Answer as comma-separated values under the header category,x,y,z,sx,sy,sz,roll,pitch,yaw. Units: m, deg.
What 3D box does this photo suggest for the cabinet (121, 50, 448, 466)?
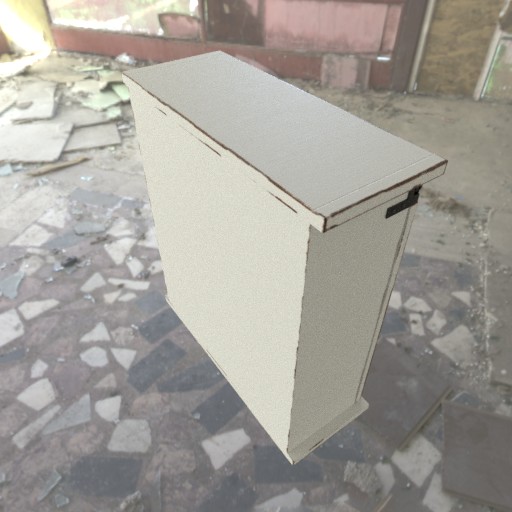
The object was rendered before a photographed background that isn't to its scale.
category,x,y,z,sx,sy,sz,roll,pitch,yaw
cabinet,0.000,0.000,0.878,0.210,0.603,0.541,-25,48,-26
